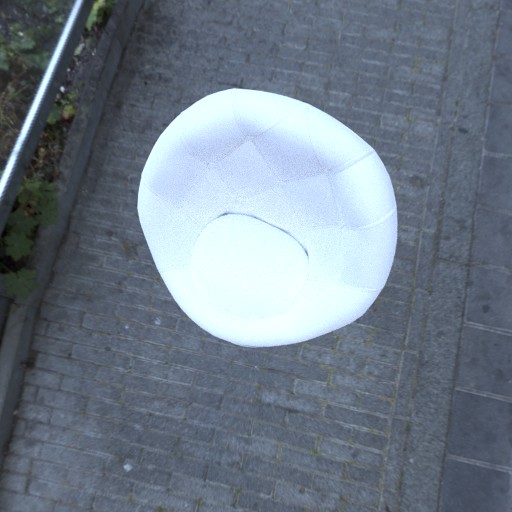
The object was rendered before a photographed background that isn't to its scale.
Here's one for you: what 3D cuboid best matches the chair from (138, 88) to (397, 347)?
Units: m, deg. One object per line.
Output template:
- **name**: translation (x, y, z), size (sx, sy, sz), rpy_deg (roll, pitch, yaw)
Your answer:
- **chair**: translation (0.000, 0.000, 1.843), size (0.940, 1.261, 0.736), rpy_deg (26, 77, 6)
